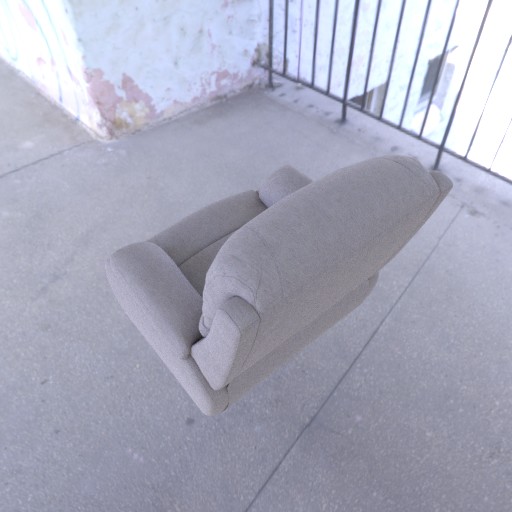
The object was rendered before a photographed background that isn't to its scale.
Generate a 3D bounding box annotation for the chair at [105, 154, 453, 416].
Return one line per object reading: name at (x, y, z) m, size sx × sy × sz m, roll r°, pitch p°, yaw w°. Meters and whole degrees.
chair at (0.000, 0.000, 1.699) m, size 0.930 × 1.011 × 0.899 m, roll -31°, pitch 54°, yaw -26°
